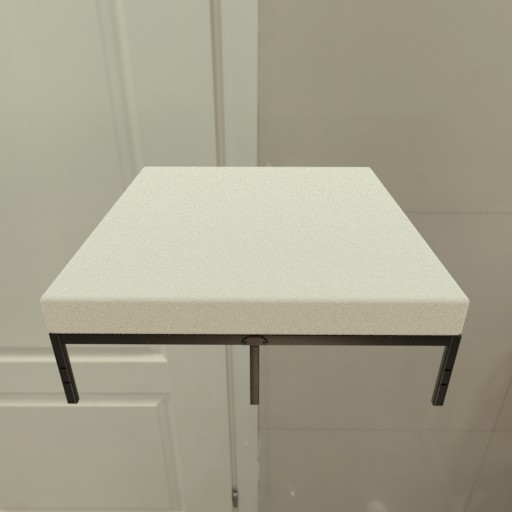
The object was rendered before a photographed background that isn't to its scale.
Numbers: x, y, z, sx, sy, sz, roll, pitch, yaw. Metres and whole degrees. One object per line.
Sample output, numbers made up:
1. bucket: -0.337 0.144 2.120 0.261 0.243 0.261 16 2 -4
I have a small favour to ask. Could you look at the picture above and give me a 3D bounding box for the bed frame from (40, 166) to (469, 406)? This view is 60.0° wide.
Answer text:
1. bed frame: 0.000 0.000 3.058 1.963 0.659 2.079 0 28 0
